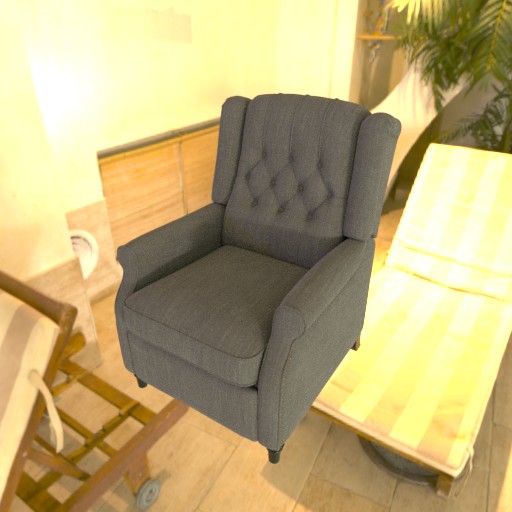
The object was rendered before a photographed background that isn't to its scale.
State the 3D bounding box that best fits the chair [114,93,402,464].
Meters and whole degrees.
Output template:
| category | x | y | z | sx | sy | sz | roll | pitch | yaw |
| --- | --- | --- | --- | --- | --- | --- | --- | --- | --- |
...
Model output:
| category | x | y | z | sx | sy | sz | roll | pitch | yaw |
| --- | --- | --- | --- | --- | --- | --- | --- | --- | --- |
| chair | 0.000 | 0.000 | 1.623 | 0.742 | 1.035 | 0.898 | 18 | 34 | 28 |
